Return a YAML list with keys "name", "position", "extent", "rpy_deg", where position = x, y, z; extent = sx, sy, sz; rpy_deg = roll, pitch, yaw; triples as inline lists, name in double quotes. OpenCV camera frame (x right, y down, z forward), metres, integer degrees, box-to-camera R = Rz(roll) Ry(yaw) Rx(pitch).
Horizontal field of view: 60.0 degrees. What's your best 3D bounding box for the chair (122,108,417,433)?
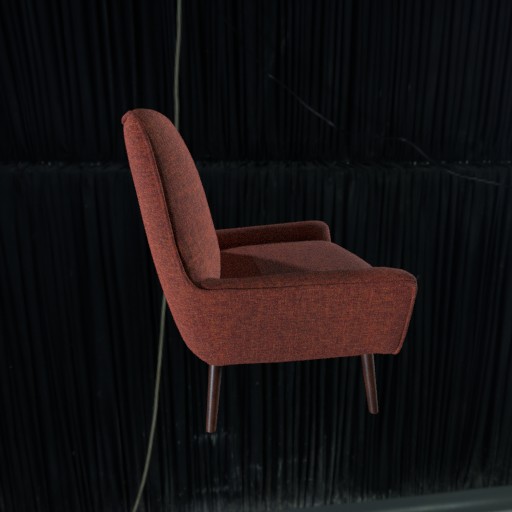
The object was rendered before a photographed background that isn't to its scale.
- name: "chair"
  position: [0.000, 0.000, 1.482]
  extent: [0.784, 0.911, 0.803]
  rpy_deg: [-3, 16, -10]
